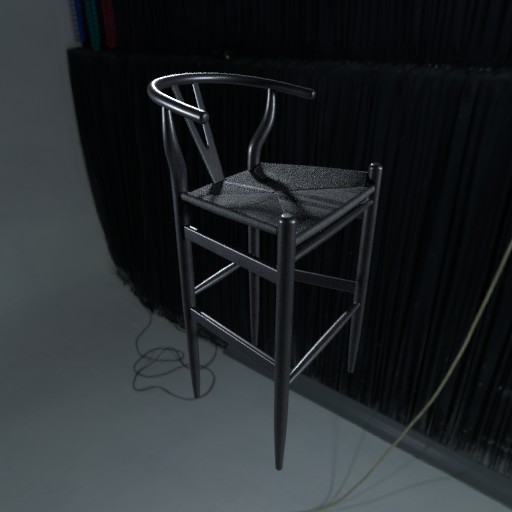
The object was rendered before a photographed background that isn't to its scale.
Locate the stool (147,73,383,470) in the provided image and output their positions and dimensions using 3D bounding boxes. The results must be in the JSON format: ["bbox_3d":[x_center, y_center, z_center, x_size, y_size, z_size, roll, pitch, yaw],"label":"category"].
[{"bbox_3d":[0.000,0.000,1.439,0.579,1.072,0.569,17,32,31],"label":"stool"}]
